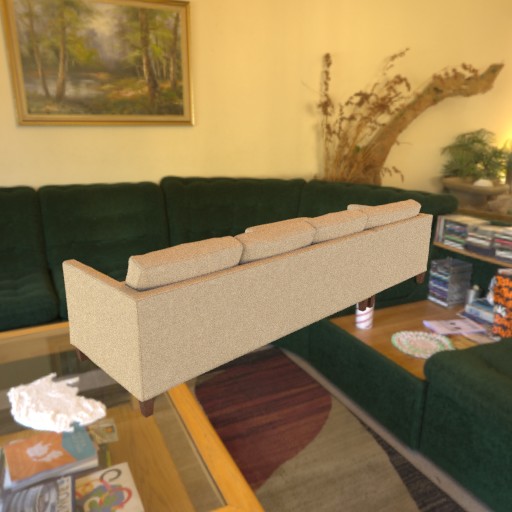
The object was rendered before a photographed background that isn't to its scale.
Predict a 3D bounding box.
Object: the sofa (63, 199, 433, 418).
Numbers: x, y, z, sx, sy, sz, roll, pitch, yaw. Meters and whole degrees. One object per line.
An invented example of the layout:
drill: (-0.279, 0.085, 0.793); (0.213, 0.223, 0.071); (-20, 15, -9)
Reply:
sofa: (0.000, 0.000, 3.817); (3.186, 0.846, 1.625); (-15, 22, -42)
